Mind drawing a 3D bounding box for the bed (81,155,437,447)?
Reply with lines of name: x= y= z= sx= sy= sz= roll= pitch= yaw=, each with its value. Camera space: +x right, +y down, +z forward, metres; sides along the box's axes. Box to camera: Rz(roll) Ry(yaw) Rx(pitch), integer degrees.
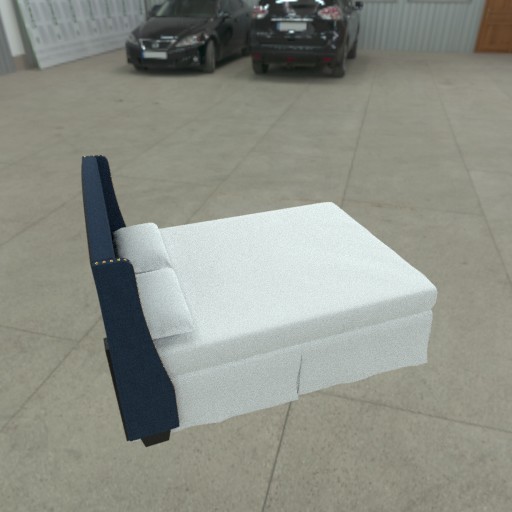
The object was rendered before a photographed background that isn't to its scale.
bed: x=0.000 y=0.000 z=3.254 sx=2.223 sy=1.402 sz=1.604 roll=-11 pitch=33 yaw=-17
